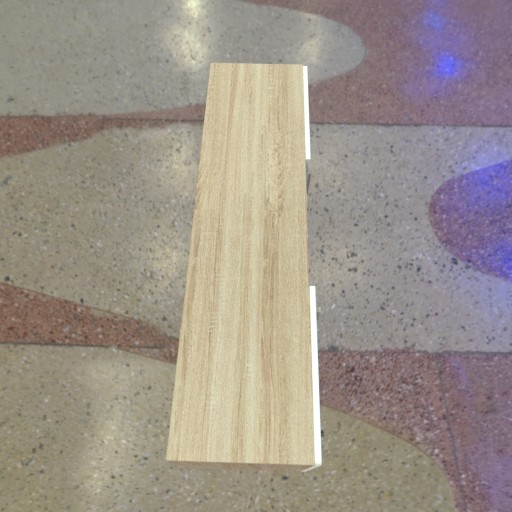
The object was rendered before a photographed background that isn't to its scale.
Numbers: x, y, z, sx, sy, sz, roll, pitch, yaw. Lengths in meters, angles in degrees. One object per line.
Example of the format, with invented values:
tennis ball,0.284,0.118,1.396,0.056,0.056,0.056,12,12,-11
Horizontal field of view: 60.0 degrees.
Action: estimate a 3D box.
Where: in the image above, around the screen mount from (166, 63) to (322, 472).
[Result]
screen mount,0.000,0.000,1.735,0.420,0.570,1.500,1,62,1
